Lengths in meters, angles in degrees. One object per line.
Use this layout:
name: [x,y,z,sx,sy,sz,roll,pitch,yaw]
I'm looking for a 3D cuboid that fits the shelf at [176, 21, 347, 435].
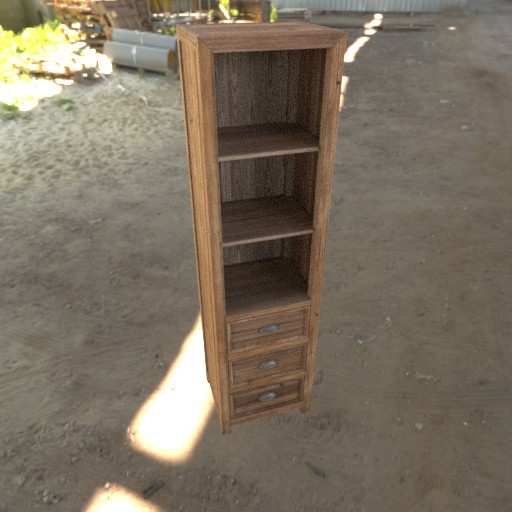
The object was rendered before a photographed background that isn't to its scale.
shelf: [0.000,0.000,2.068,0.500,1.900,0.428,-10,33,-15]
